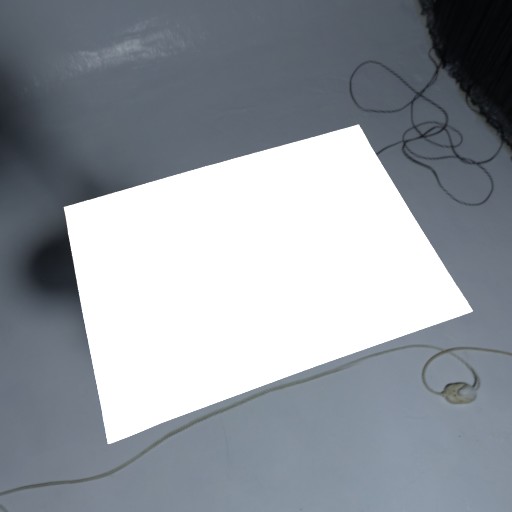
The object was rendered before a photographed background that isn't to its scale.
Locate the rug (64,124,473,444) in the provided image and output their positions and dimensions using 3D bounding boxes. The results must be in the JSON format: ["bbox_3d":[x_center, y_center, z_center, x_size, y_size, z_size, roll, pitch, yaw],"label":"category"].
[{"bbox_3d":[0.000,0.000,3.662,2.869,0.038,2.032,-17,65,-9],"label":"rug"}]
